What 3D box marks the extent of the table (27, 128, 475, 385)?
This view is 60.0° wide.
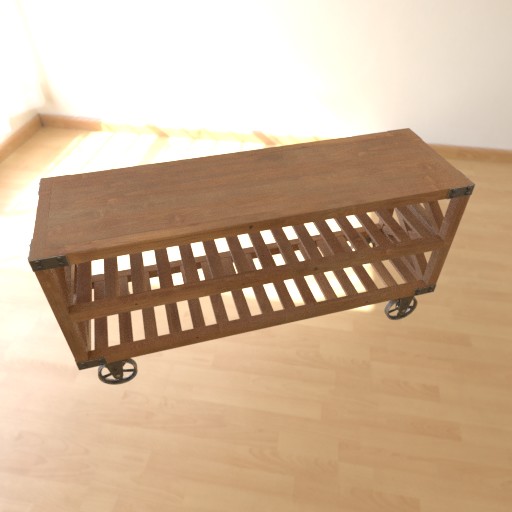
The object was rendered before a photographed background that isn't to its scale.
[{"bbox_3d":[0.000,0.000,1.808,1.487,0.711,0.467,-11,43,-12],"label":"table"}]
